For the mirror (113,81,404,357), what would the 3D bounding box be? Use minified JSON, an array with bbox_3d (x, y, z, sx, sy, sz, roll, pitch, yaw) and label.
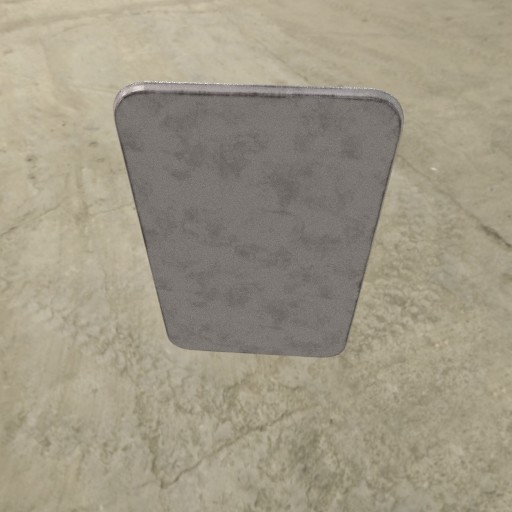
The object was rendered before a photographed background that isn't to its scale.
[{"bbox_3d":[0.000,0.000,0.910,0.461,0.713,0.024,3,45,3],"label":"mirror"}]
